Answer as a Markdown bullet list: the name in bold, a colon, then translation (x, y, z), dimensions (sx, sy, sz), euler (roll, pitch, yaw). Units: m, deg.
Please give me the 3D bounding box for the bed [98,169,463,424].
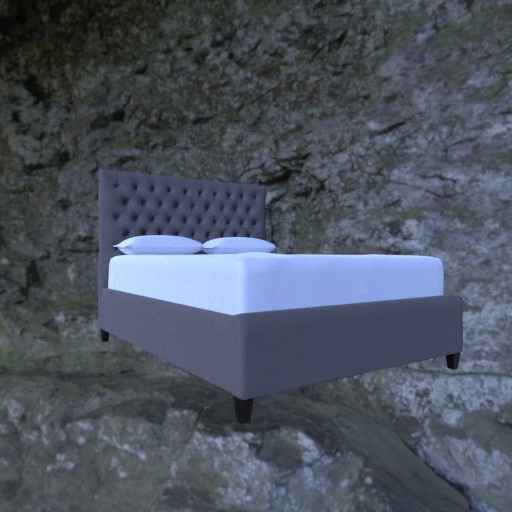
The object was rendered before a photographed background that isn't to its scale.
- **bed**: translation (0.000, 0.000, 3.248), dimensions (1.696, 1.426, 2.233), euler (0, 0, -34)
